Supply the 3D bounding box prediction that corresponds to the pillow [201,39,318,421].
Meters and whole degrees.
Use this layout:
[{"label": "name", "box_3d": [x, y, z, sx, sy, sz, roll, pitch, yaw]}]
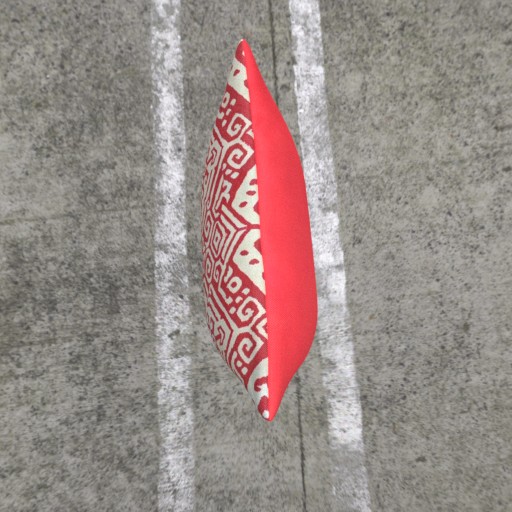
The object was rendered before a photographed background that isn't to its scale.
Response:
[{"label": "pillow", "box_3d": [0.000, 0.000, 0.810, 0.192, 0.507, 0.522, -4, 75, -1]}]
